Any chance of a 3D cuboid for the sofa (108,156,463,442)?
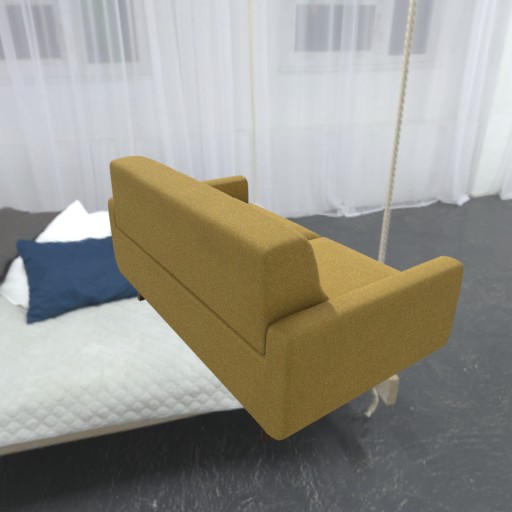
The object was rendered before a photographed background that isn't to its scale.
[{"bbox_3d":[0.000,0.000,2.165,0.909,0.841,1.631,-17,30,-31],"label":"sofa"}]
